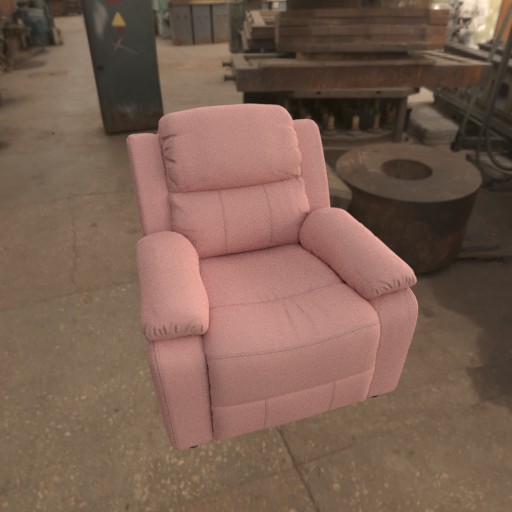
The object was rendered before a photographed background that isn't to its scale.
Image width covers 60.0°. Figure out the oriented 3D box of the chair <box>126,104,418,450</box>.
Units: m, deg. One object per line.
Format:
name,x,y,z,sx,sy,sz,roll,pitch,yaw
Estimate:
chair,0.000,0.000,1.257,0.680,0.702,0.709,-10,33,-15
